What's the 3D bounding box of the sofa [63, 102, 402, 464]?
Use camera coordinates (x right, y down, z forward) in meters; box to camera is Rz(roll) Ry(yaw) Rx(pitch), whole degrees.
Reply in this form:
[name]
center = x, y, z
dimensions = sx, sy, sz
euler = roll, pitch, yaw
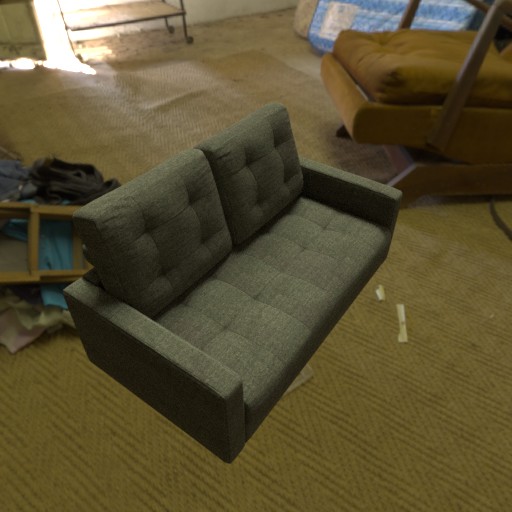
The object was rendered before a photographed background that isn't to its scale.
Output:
[sofa]
center = 0.000, 0.000, 1.973
dimensions = 0.842, 0.907, 1.407
euler = 25, 46, 26
